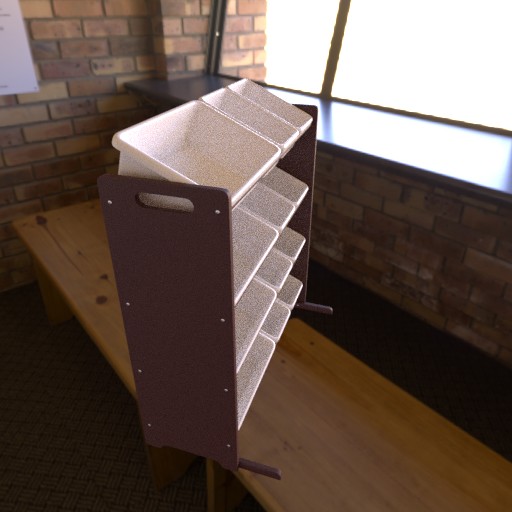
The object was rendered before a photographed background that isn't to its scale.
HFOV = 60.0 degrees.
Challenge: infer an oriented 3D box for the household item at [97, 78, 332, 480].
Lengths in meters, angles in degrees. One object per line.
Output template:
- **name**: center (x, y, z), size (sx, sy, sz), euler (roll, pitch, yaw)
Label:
- **household item**: center (0.000, 0.000, 1.299), size (0.389, 0.864, 0.787), euler (10, 31, 16)
